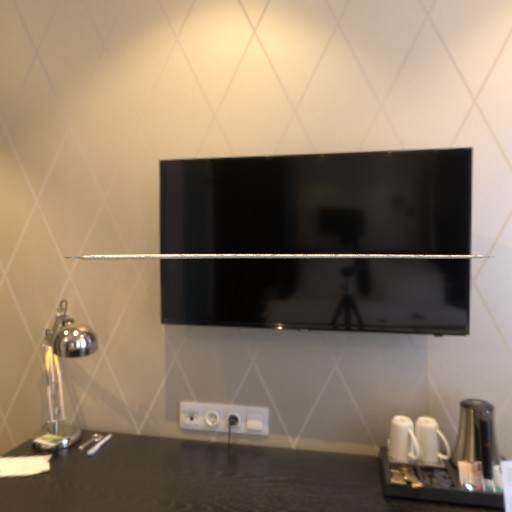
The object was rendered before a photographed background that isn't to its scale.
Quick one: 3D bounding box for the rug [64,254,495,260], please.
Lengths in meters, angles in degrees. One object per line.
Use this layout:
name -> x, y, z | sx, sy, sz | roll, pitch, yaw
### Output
rug -> 0.000, 0.000, 4.759 | 3.585, 0.036, 2.892 | 0, 0, -19
